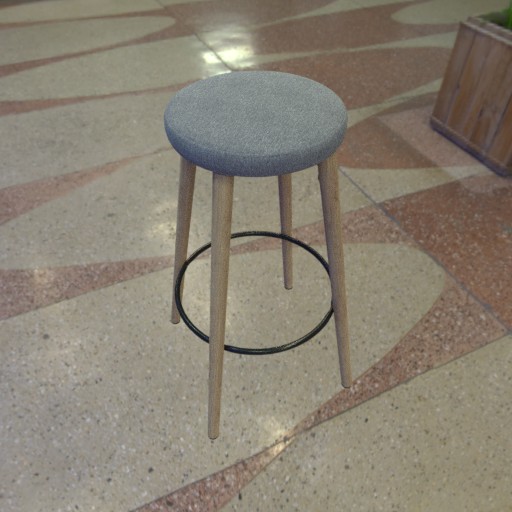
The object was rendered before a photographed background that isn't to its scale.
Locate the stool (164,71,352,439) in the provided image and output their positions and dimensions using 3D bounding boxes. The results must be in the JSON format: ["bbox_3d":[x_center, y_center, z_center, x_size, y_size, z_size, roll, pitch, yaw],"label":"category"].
[{"bbox_3d":[0.000,0.000,1.022,0.410,0.770,0.410,-15,46,-15],"label":"stool"}]
